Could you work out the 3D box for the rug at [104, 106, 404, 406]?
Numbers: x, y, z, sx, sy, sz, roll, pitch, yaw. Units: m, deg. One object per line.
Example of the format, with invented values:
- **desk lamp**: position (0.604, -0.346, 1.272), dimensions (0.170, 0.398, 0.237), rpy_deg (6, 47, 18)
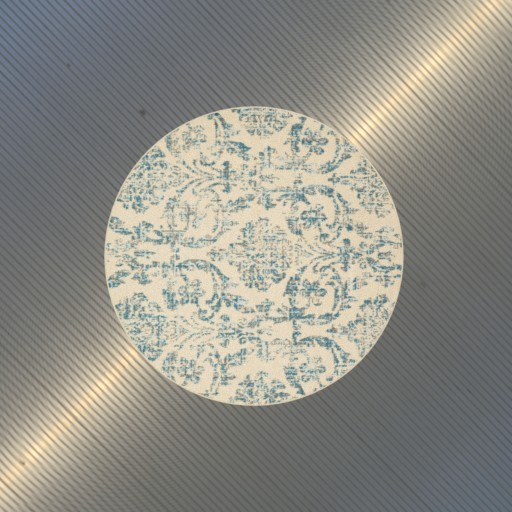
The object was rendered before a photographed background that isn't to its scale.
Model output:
- **rug**: position (0.000, 0.000, 2.357), dimensions (1.593, 0.012, 1.593), rpy_deg (0, 90, -2)
